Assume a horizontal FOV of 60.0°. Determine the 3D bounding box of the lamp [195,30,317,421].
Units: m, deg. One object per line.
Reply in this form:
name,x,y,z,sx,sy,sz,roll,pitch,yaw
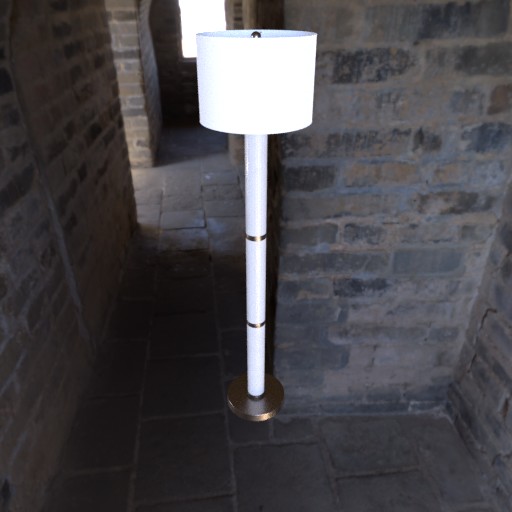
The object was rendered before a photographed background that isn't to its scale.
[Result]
lamp,0.000,0.000,1.765,0.377,1.599,0.377,20,35,30
